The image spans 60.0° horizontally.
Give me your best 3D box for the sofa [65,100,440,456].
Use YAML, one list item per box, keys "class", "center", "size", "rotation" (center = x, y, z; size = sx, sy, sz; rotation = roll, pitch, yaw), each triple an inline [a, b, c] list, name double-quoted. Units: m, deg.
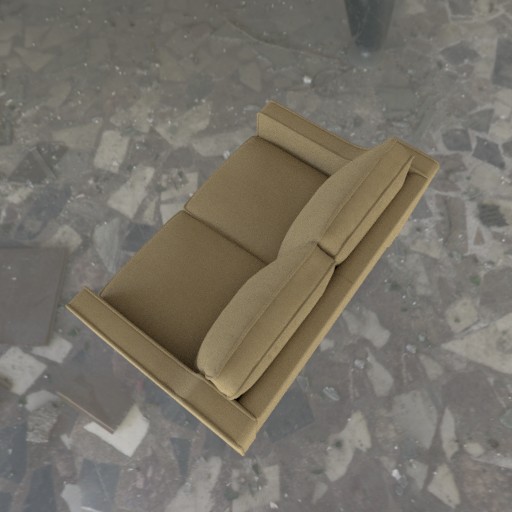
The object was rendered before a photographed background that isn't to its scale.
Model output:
- class: "sofa"
  center: [0.000, 0.000, 2.183]
  size: [0.987, 0.971, 1.501]
  rotation: [34, 68, 16]
